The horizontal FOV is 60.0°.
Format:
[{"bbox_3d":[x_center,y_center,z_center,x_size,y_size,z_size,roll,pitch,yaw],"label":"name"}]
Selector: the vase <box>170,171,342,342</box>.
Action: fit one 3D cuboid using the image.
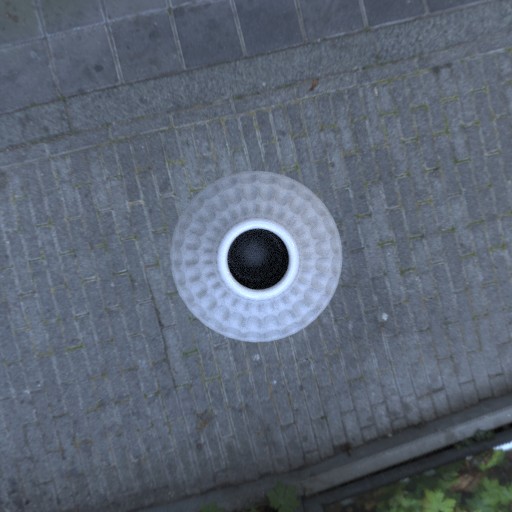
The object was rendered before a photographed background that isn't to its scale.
[{"bbox_3d":[0.000,0.000,0.346,0.127,0.282,0.127,0,91,0],"label":"vase"}]
